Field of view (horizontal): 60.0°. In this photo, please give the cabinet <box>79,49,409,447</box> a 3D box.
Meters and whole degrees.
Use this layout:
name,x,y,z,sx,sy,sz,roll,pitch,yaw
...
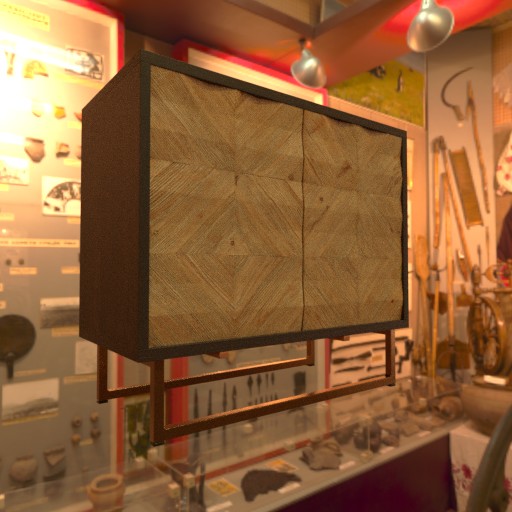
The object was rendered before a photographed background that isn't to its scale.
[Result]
name,x,y,z,sx,sy,sz,roll,pitch,yaw
cabinet,0.000,0.000,1.399,0.950,0.860,0.451,1,-2,-37
